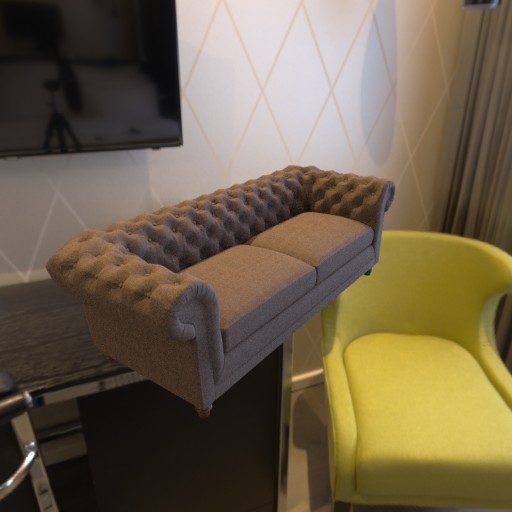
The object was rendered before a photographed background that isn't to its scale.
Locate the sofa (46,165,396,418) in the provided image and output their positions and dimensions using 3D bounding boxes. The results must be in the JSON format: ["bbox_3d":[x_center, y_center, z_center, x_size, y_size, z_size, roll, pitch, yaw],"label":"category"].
[{"bbox_3d":[0.000,0.000,2.891,0.944,0.787,2.385,16,28,33],"label":"sofa"}]
